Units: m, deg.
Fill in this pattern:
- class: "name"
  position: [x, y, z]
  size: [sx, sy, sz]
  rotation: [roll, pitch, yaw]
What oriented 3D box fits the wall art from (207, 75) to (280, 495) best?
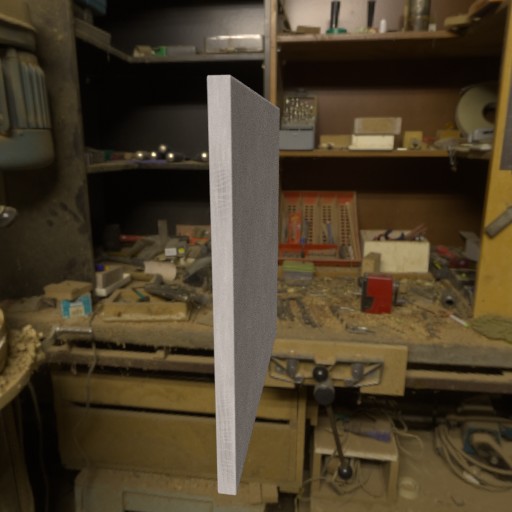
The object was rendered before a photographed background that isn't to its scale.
- class: "wall art"
  position: [0.000, 0.000, 0.449]
  size: [0.015, 0.303, 0.303]
  rotation: [2, 15, 8]
